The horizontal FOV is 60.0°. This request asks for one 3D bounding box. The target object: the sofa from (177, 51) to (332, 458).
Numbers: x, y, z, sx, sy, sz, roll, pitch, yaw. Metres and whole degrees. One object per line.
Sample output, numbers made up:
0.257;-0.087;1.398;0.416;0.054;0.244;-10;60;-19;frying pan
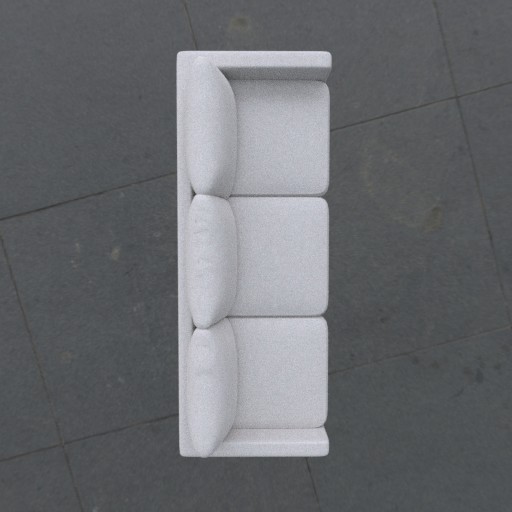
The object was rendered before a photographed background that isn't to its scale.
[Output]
0.000;0.000;2.632;0.859;0.874;2.218;0;92;0;sofa
